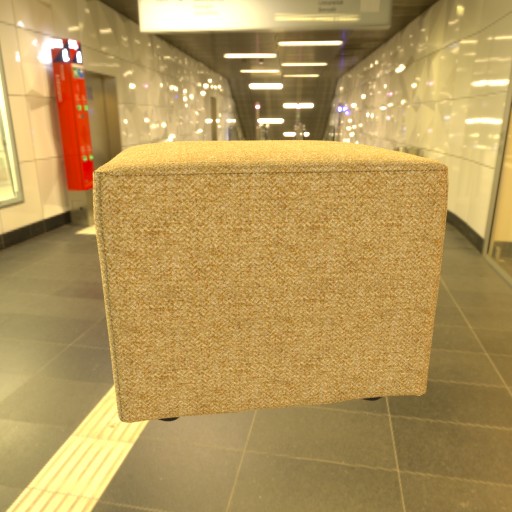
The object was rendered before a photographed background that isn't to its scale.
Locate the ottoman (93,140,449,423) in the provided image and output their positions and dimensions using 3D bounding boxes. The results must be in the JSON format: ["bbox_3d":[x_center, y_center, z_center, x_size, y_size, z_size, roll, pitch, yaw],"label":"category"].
[{"bbox_3d":[0.000,0.000,0.884,0.512,0.441,0.505,-3,17,-9],"label":"ottoman"}]
